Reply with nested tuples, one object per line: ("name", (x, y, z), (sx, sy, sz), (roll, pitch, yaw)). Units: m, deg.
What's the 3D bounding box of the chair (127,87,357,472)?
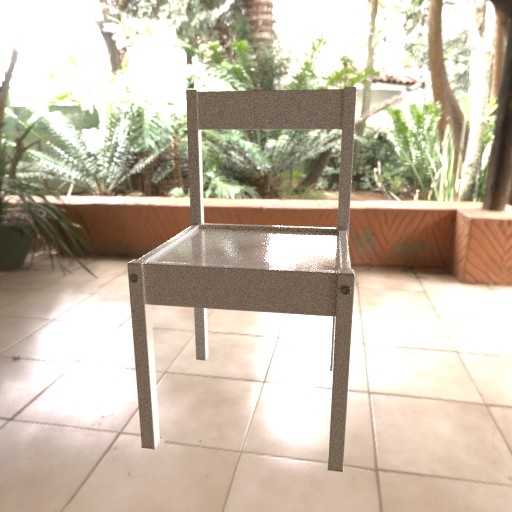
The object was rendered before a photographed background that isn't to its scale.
("chair", (0.000, 0.000, 0.677), (0.285, 0.505, 0.285), (3, 15, 9))
